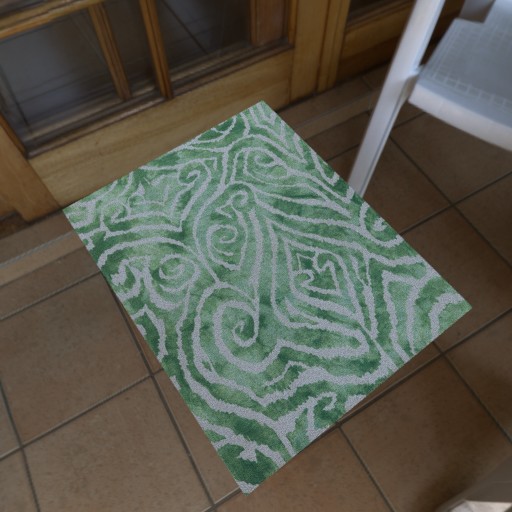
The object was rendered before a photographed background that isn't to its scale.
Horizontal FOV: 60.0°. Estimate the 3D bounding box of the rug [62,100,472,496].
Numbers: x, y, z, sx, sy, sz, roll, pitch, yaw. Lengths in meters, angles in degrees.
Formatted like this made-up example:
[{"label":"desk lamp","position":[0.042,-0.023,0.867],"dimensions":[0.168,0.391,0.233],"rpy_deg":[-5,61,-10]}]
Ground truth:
[{"label":"rug","position":[0.000,0.000,4.084],"dimensions":[2.436,0.007,3.045],"rpy_deg":[-33,68,-16]}]
